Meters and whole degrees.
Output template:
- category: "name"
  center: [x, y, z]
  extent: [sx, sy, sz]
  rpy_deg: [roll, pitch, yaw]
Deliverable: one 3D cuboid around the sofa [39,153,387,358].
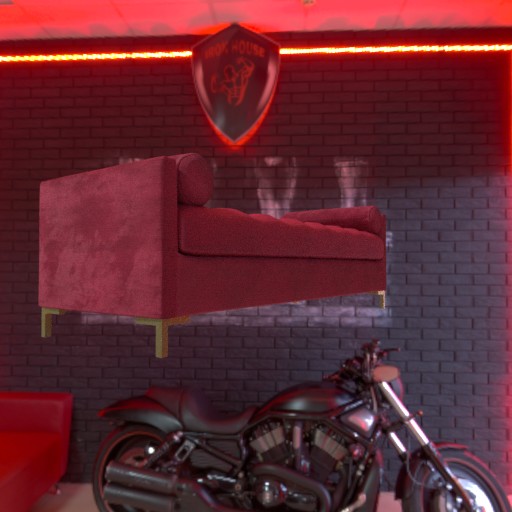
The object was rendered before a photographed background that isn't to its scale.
- category: "sofa"
  center: [0.000, 0.000, 2.482]
  extent: [0.796, 0.705, 2.102]
  rpy_deg: [-1, -2, 36]
